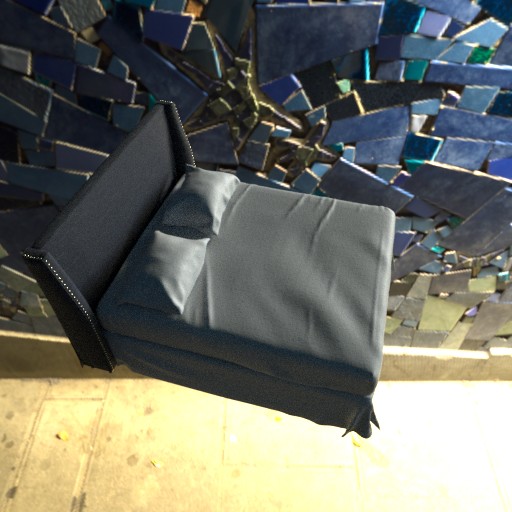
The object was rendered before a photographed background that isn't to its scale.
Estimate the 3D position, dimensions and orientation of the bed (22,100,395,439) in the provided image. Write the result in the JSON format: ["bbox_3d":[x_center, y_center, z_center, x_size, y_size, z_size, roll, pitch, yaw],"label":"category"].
[{"bbox_3d":[0.000,0.000,3.398,2.276,1.332,1.925,12,48,11],"label":"bed"}]
